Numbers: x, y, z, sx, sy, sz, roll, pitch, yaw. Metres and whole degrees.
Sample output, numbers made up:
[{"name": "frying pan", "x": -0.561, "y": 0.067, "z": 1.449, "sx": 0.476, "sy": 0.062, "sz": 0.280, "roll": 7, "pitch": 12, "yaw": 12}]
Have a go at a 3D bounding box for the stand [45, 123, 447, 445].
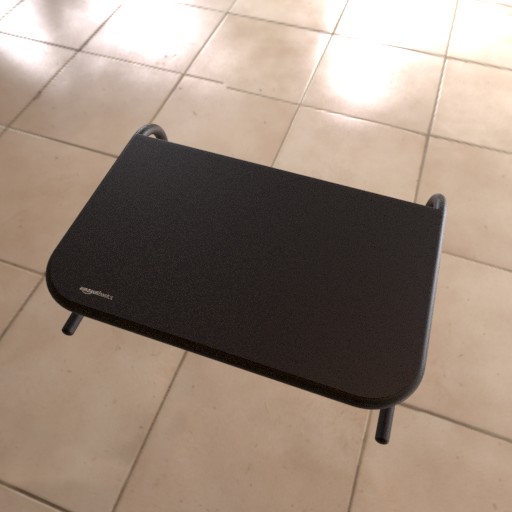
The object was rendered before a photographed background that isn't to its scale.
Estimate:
[{"name": "stand", "x": 0.000, "y": 0.000, "z": 0.498, "sx": 0.370, "sy": 0.108, "sz": 0.280, "roll": 16, "pitch": 59, "yaw": 10}]
